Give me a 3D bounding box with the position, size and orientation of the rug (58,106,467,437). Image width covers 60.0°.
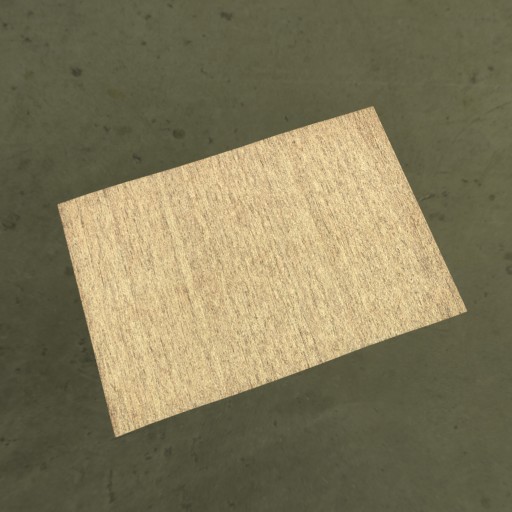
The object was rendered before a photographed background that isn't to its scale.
[{"bbox_3d":[0.000,0.000,2.880,2.283,0.013,1.547,-18,77,-5],"label":"rug"}]
